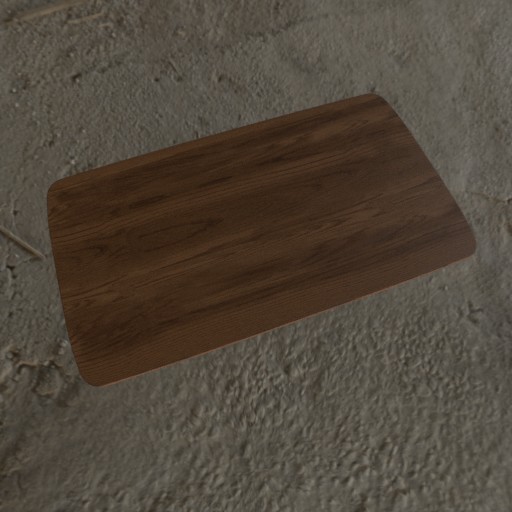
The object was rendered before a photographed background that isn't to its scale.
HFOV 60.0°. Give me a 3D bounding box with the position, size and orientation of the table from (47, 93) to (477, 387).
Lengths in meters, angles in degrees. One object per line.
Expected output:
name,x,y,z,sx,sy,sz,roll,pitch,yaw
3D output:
table,0.000,0.000,2.187,1.643,0.765,0.949,-18,66,-8
